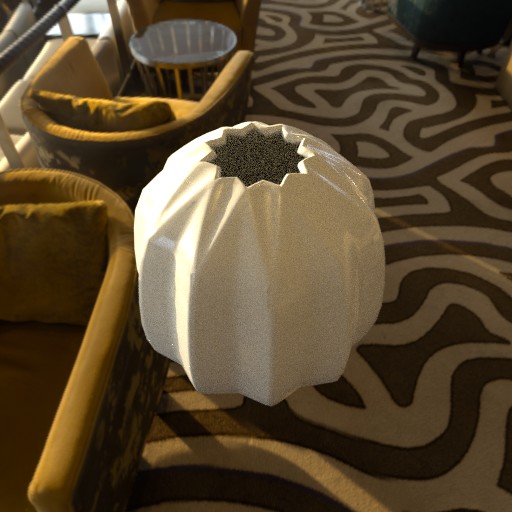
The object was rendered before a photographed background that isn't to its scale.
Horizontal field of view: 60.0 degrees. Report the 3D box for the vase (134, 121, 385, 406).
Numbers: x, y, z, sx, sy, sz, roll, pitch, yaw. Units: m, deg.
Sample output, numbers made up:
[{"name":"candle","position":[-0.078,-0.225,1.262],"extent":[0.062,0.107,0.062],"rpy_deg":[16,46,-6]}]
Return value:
[{"name":"vase","position":[0.000,0.000,0.244],"extent":[0.139,0.134,0.139],"rpy_deg":[0,47,0]}]
